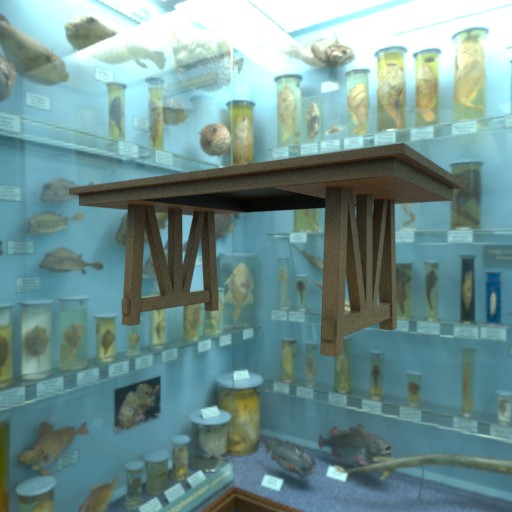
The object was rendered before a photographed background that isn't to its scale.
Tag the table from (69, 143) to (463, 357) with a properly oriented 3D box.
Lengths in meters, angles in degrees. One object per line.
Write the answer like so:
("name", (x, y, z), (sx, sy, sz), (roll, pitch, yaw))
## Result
("table", (0.000, 0.000, 2.402), (1.881, 0.768, 1.016), (1, 1, 35))
